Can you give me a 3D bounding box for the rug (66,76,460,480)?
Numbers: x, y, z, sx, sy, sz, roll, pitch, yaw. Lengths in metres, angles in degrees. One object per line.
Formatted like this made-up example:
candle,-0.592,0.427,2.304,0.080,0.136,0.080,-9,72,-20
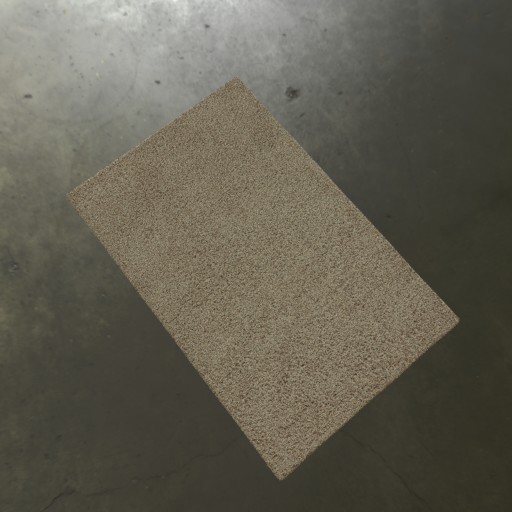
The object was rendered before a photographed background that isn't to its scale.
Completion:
rug,0.000,0.000,3.487,1.778,0.030,2.743,-38,79,-9
